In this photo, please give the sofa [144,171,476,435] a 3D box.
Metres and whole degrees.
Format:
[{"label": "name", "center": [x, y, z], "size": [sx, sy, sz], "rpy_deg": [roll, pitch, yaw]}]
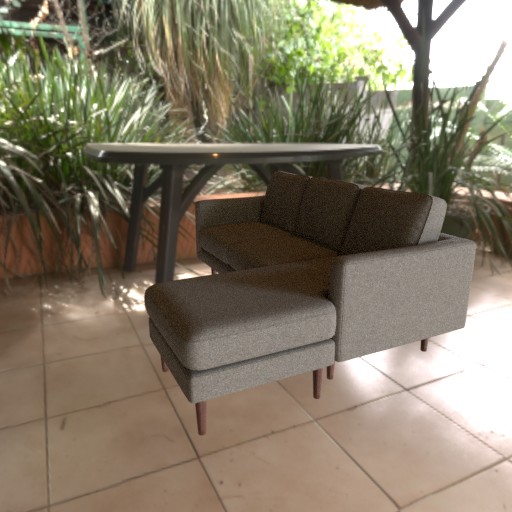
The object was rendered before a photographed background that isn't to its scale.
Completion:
[{"label": "sofa", "center": [0.000, 0.000, 2.976], "size": [1.667, 0.957, 2.055], "rpy_deg": [-8, 18, -26]}]
